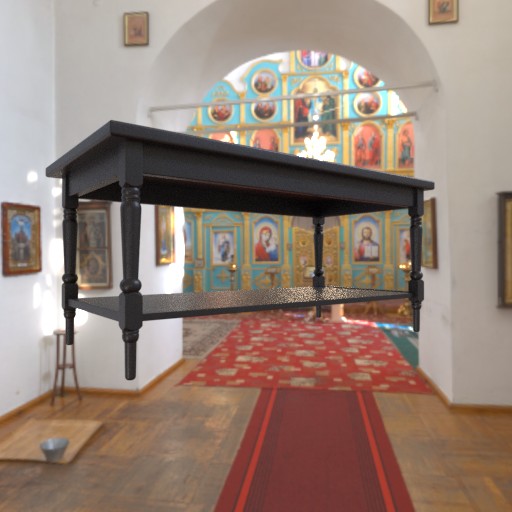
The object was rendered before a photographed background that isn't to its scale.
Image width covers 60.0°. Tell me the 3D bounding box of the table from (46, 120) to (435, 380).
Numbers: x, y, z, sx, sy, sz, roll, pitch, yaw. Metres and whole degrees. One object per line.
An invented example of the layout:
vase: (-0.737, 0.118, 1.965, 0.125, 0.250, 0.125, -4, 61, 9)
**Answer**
table: (0.000, 0.000, 1.390, 1.107, 0.510, 0.550, 0, -1, -37)
